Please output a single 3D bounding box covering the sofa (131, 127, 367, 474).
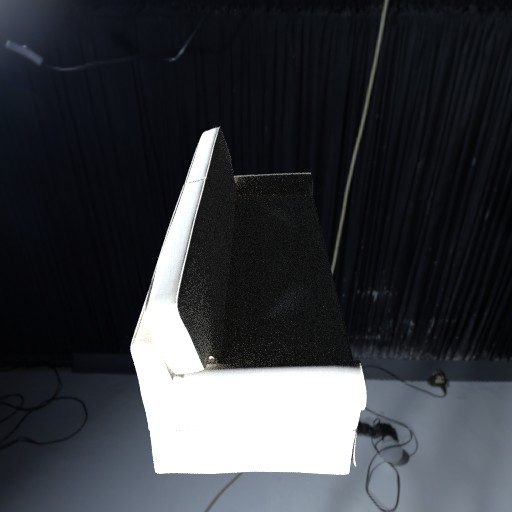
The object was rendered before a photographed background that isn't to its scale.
[{"bbox_3d":[0.000,0.000,2.445,0.862,0.937,2.021,0,33,0],"label":"sofa"}]
